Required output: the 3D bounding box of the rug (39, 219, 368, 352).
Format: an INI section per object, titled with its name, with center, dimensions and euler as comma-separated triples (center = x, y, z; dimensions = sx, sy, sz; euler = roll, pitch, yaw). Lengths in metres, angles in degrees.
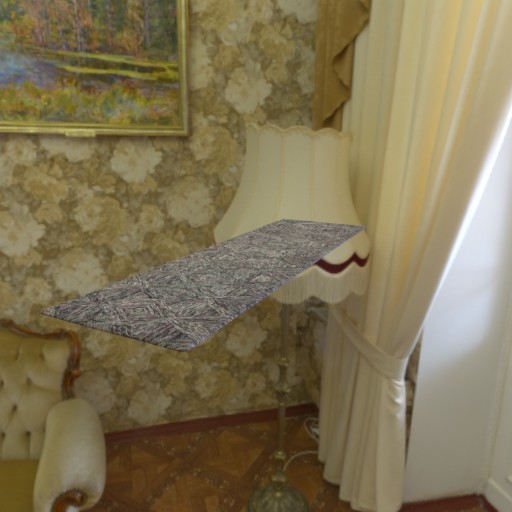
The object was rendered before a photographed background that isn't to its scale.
[rug]
center = 0.000, 0.000, 2.550
dimensions = 0.719, 0.013, 2.305
euler = 8, 17, 27
